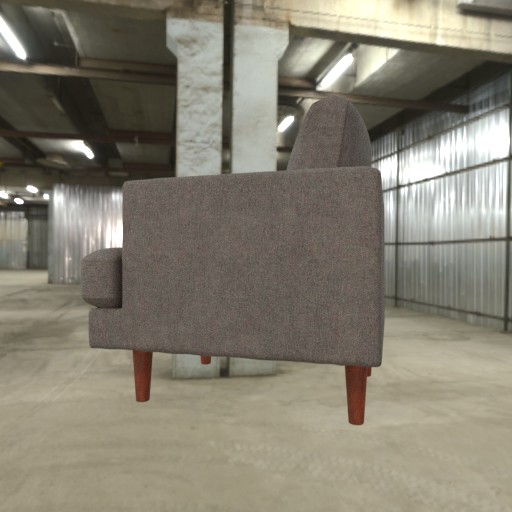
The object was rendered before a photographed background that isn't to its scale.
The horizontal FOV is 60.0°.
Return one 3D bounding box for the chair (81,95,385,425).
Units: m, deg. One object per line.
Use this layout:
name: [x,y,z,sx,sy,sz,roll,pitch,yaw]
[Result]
chair: [0.000,0.000,1.626,0.899,0.957,0.858,0,0,17]
